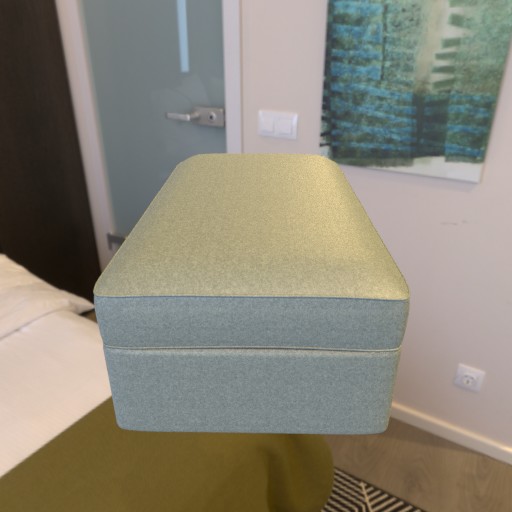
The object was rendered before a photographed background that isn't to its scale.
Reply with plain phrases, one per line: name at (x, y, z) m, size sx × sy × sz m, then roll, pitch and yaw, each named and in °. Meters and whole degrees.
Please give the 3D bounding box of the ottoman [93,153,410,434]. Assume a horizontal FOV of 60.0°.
ottoman at (0.000, 0.000, 1.512) m, size 0.681 × 0.494 × 1.173 m, roll 0°, pitch 26°, yaw 1°
